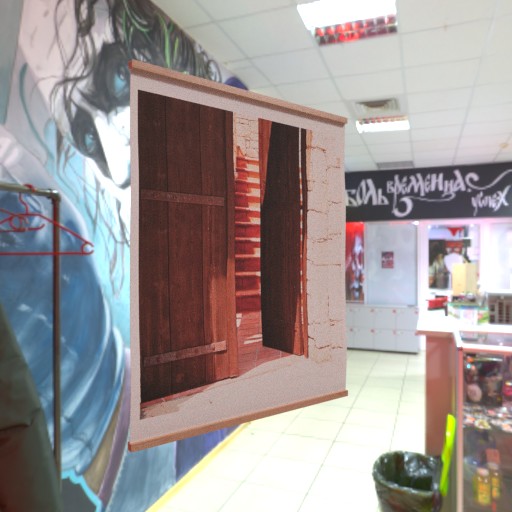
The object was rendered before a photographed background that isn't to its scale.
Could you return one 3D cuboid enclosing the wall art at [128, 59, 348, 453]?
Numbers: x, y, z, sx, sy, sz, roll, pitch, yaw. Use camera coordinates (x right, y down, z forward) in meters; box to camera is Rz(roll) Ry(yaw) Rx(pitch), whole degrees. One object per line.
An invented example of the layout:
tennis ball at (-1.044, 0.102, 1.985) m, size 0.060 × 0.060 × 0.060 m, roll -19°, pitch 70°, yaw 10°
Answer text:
wall art at (0.000, 0.000, 0.696) m, size 0.406 × 0.508 × 0.013 m, roll 0°, pitch -1°, yaw -36°
